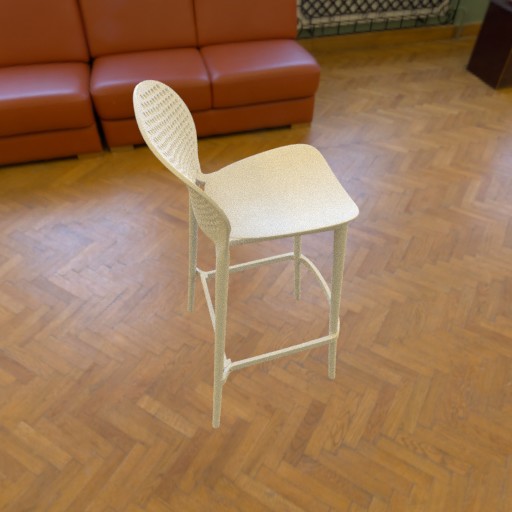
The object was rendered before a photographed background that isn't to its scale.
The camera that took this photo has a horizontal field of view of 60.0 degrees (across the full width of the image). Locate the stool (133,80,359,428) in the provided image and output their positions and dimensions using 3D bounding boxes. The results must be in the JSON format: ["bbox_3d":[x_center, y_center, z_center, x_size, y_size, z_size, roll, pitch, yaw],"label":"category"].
[{"bbox_3d":[0.000,0.000,1.361,0.535,1.045,0.536,-11,47,-11],"label":"stool"}]
